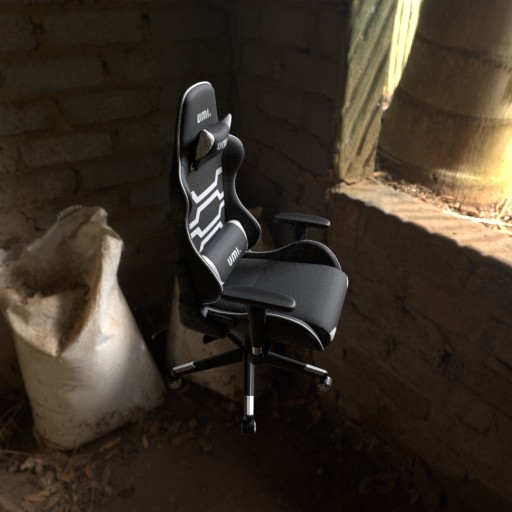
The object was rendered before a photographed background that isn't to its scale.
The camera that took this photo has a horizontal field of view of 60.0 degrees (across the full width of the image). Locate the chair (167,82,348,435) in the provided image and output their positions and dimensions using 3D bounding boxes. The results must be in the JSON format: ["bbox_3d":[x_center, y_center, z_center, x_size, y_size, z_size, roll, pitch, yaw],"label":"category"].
[{"bbox_3d":[0.000,0.000,1.715,0.700,1.240,0.700,10,33,16],"label":"chair"}]
